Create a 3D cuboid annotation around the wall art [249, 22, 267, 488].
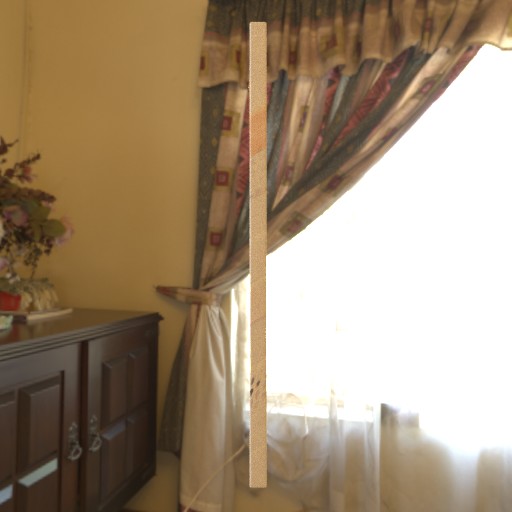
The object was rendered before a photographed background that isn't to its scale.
[{"bbox_3d":[0.000,0.000,1.111,0.036,0.848,0.613,0,-1,0],"label":"wall art"}]
